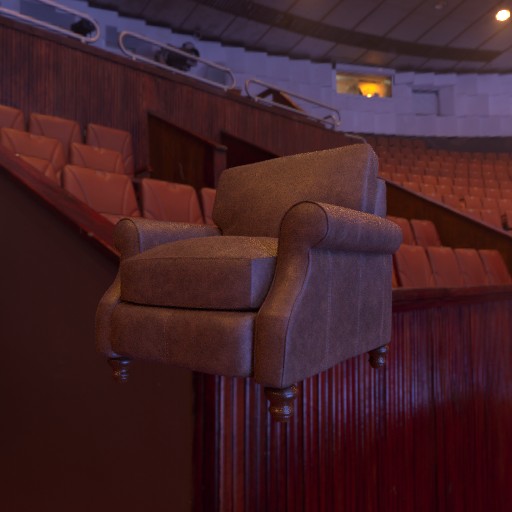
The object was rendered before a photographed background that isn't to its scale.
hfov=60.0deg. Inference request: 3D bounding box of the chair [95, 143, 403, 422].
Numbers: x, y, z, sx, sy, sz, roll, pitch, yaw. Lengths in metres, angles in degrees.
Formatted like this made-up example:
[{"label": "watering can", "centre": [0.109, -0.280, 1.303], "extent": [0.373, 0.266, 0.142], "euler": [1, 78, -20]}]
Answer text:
[{"label": "chair", "centre": [0.000, 0.000, 1.818], "extent": [0.996, 0.976, 1.002], "euler": [-1, -2, 35]}]
